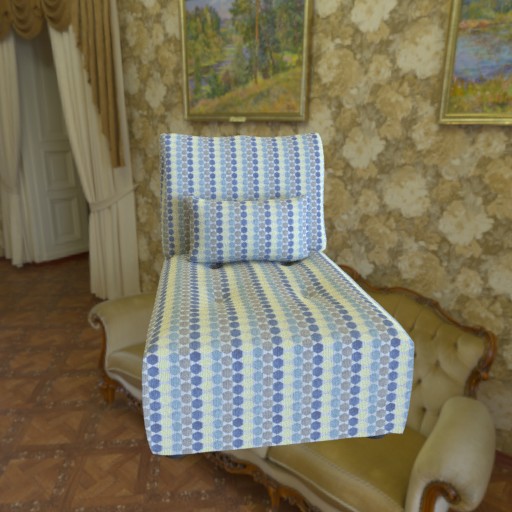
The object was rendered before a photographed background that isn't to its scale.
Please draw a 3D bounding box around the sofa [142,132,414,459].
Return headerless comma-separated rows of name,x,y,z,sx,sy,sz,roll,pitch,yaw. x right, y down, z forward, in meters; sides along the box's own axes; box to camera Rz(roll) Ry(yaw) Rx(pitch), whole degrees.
sofa,0.000,0.000,1.543,0.700,0.820,1.000,-2,16,-8
